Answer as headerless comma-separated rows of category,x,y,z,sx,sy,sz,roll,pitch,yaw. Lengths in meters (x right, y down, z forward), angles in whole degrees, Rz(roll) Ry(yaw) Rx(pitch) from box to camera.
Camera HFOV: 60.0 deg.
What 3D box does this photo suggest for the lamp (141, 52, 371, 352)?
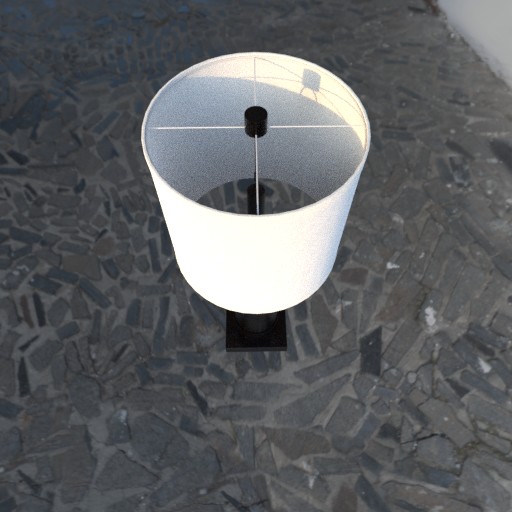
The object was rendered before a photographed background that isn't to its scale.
lamp,0.000,0.000,0.618,0.211,0.509,0.211,-1,60,0
